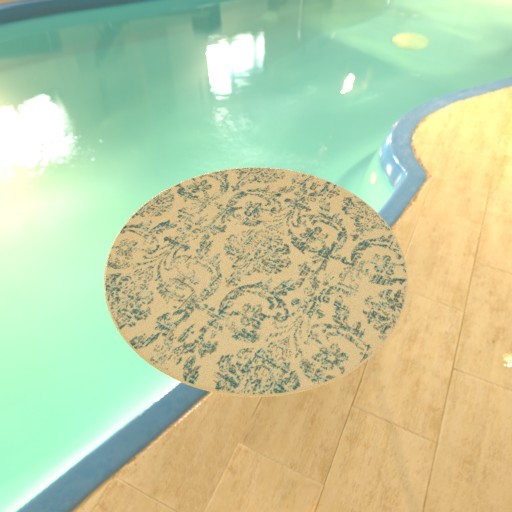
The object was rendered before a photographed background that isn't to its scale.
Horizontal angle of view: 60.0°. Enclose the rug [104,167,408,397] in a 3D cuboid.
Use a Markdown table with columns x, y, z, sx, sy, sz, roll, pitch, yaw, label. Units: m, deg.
| x | y | z | sx | sy | sz | roll | pitch | yaw | label |
| --- | --- | --- | --- | --- | --- | --- | --- | --- | --- |
| 0.000 | 0.000 | 2.382 | 1.593 | 0.012 | 1.593 | 0 | 47 | 0 | rug |
